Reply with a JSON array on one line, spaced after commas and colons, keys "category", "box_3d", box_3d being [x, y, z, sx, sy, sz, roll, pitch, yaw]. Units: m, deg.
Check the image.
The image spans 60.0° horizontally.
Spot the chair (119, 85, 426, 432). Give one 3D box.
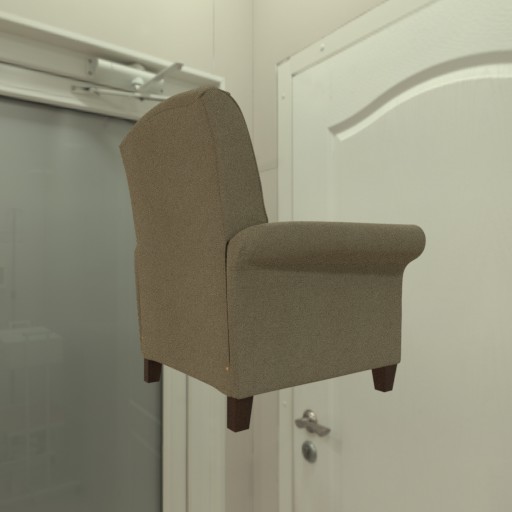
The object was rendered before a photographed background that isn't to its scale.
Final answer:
[{"category": "chair", "box_3d": [0.000, 0.000, 1.801, 0.905, 1.061, 0.978, 1, -1, -36]}]
